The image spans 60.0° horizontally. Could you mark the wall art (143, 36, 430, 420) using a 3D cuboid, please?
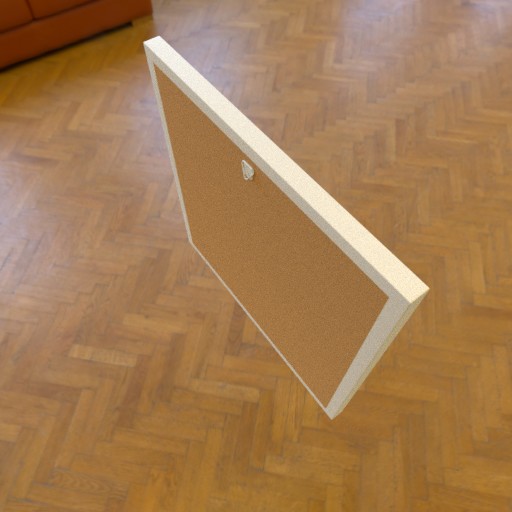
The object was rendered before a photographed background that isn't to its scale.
[{"bbox_3d":[0.000,0.000,1.104,0.050,0.762,0.761,-32,64,-18],"label":"wall art"}]
